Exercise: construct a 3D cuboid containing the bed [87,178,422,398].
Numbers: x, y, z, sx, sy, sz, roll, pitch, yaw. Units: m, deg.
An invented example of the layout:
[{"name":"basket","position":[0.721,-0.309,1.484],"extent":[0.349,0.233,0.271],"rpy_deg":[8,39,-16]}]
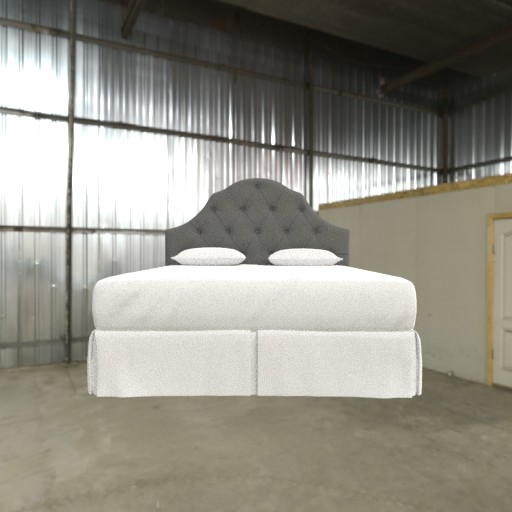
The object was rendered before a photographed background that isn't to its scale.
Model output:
[{"name":"bed","position":[0.000,0.000,3.639],"extent":[2.008,1.615,2.214],"rpy_deg":[0,1,1]}]
